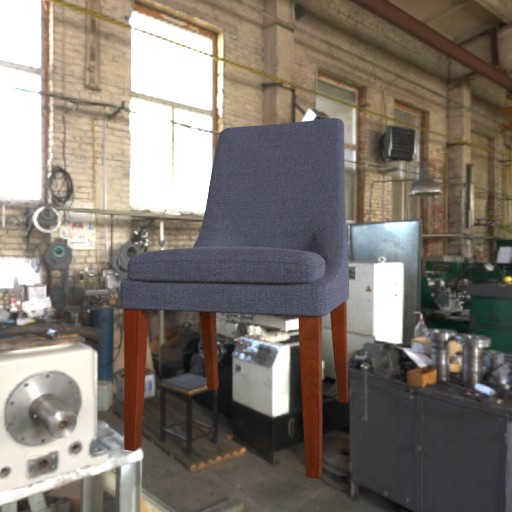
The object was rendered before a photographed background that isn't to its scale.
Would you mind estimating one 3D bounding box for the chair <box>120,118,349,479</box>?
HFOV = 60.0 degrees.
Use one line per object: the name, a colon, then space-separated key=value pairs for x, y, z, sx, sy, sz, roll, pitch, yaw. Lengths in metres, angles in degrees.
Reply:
chair: x=0.000 y=0.000 z=1.313 sx=0.508 sy=0.952 sz=0.655 roll=0 pitch=0 yaw=17
